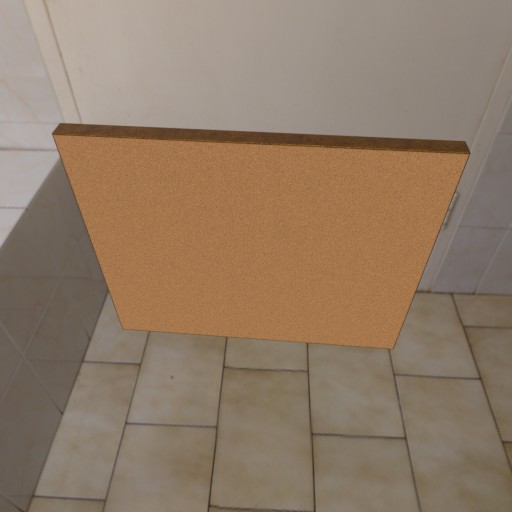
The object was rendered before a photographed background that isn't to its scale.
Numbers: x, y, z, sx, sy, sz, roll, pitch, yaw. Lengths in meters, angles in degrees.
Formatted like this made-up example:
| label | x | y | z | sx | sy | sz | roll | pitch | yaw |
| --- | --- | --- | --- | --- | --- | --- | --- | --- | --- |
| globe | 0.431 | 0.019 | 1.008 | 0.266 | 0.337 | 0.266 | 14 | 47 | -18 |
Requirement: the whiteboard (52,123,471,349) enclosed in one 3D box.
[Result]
| label | x | y | z | sx | sy | sz | roll | pitch | yaw |
| --- | --- | --- | --- | --- | --- | --- | --- | --- | --- |
| whiteboard | 0.000 | 0.000 | 0.764 | 0.561 | 0.457 | 0.029 | 4 | 45 | 4 |
